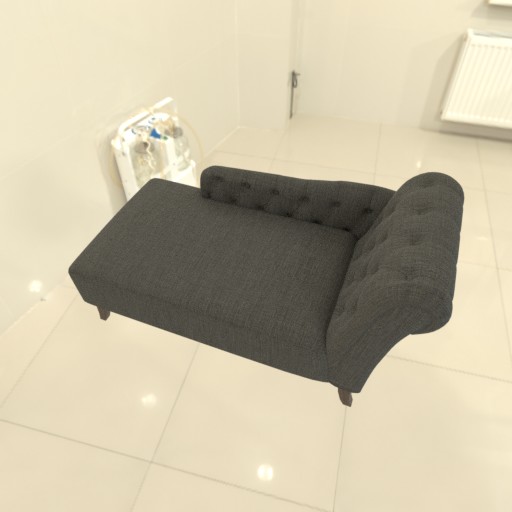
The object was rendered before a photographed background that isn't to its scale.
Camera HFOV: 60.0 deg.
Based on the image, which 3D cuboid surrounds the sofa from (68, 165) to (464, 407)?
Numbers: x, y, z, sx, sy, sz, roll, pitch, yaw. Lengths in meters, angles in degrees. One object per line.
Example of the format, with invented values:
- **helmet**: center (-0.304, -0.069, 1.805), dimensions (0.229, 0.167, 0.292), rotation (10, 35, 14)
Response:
- **sofa**: center (0.000, 0.000, 1.797), dimensions (1.379, 0.787, 0.675), rotation (16, 48, 15)
